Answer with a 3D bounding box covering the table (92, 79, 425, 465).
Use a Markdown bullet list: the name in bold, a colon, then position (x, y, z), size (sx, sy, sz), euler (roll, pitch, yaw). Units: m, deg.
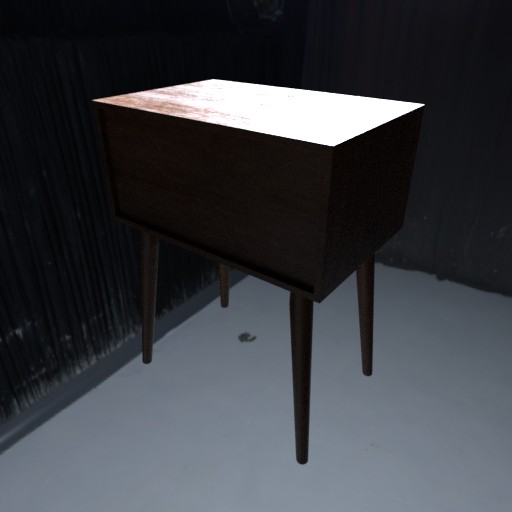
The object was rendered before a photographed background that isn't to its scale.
- **table**: position (0.000, 0.000, 0.869), size (0.454, 0.580, 0.307), euler (21, 35, 32)
